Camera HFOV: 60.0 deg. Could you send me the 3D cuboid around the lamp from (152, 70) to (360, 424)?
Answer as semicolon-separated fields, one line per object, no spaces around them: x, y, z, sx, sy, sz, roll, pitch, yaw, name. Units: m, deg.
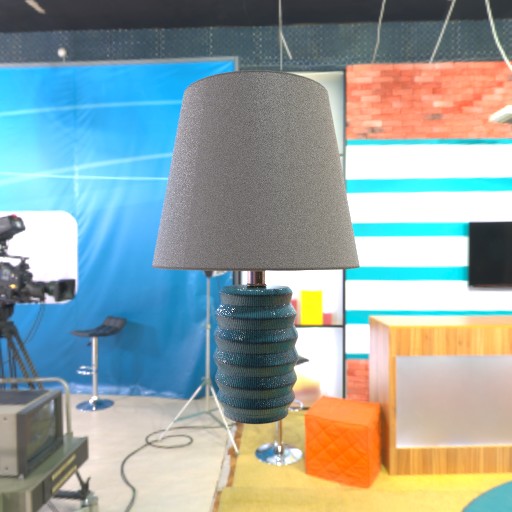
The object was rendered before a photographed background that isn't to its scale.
0.000;0.000;0.556;0.254;0.392;0.254;0;1;0;lamp
